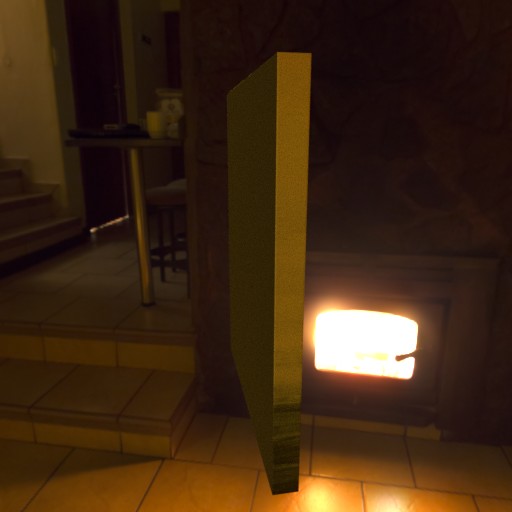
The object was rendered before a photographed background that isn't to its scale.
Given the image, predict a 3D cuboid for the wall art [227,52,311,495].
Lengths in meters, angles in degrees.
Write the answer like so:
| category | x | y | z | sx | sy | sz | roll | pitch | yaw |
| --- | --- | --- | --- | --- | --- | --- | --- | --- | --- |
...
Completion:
| category | x | y | z | sx | sy | sz | roll | pitch | yaw |
| --- | --- | --- | --- | --- | --- | --- | --- | --- | --- |
| wall art | 0.000 | 0.000 | 0.818 | 0.040 | 0.608 | 0.489 | -3 | 15 | -10 |
